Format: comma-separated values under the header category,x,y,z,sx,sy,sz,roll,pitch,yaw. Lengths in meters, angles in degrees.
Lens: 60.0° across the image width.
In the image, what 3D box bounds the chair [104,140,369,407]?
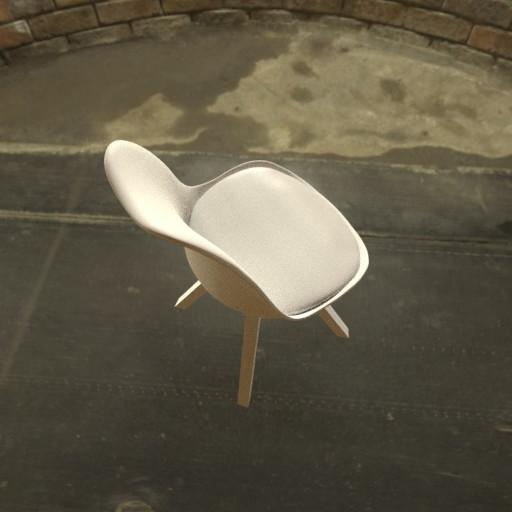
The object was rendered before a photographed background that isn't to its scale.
category,x,y,z,sx,sy,sz,roll,pitch,yaw
chair,0.000,0.000,1.177,0.550,0.850,0.485,-30,62,-17
